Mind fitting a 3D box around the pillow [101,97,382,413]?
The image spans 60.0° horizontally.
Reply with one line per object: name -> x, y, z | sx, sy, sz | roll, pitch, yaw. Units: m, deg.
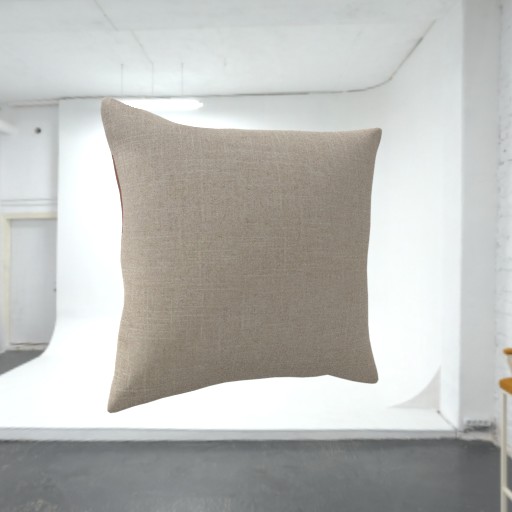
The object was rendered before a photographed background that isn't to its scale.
pillow -> 0.000, 0.000, 0.627 | 0.414, 0.399, 0.173 | 0, 0, -19
